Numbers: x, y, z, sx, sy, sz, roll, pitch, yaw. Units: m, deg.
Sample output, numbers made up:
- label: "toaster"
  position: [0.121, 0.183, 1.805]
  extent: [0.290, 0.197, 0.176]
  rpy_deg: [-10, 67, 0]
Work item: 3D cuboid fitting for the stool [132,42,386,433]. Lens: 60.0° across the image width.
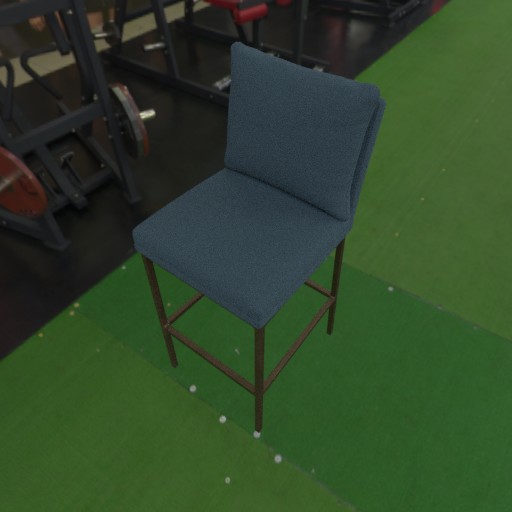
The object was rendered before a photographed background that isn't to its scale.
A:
- label: "stool"
  position: [0.000, 0.000, 1.428]
  extent: [0.463, 1.124, 0.568]
  rpy_deg: [29, 53, 25]
